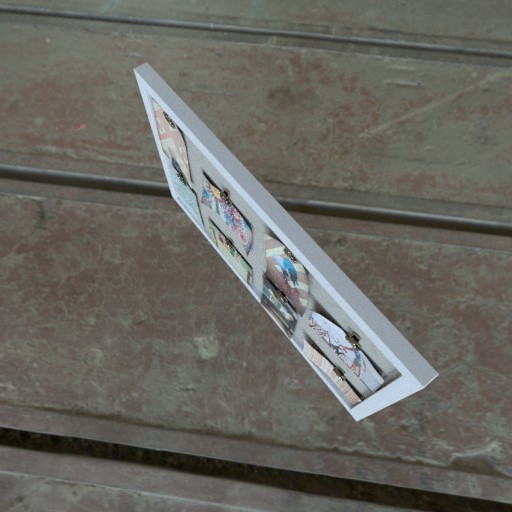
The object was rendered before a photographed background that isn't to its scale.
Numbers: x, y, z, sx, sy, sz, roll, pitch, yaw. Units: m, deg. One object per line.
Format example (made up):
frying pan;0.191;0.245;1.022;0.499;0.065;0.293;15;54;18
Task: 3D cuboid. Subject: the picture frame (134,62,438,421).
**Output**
picture frame;0.000;0.000;0.791;0.044;0.379;0.647;-35;69;-15
